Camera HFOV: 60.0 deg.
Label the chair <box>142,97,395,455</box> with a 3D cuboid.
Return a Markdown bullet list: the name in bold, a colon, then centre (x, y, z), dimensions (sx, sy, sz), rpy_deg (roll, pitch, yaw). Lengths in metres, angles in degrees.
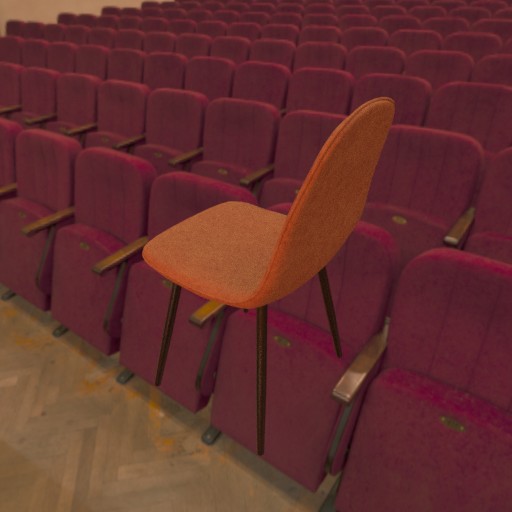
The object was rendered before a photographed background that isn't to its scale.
- **chair**: centre (0.000, 0.000, 1.206), dimensions (0.561, 0.889, 0.472), rpy_deg (21, 38, 30)
